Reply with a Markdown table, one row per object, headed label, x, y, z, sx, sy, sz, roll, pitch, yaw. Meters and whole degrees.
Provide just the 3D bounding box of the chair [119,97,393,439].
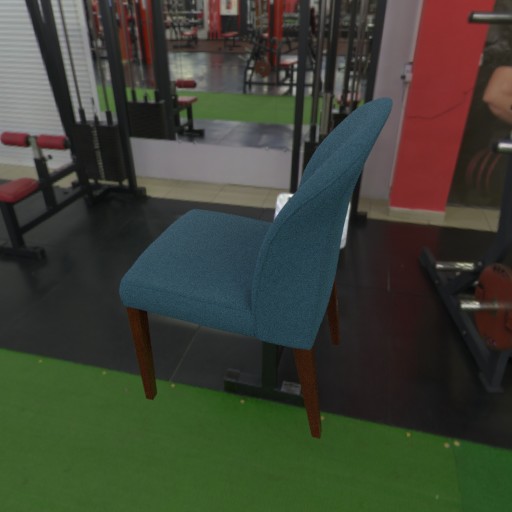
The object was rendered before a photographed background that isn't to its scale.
| label | x | y | z | sx | sy | sz | roll | pitch | yaw |
| --- | --- | --- | --- | --- | --- | --- | --- | --- | --- |
| chair | 0.000 | 0.000 | 1.261 | 0.620 | 0.879 | 0.507 | 9 | 32 | 14 |
